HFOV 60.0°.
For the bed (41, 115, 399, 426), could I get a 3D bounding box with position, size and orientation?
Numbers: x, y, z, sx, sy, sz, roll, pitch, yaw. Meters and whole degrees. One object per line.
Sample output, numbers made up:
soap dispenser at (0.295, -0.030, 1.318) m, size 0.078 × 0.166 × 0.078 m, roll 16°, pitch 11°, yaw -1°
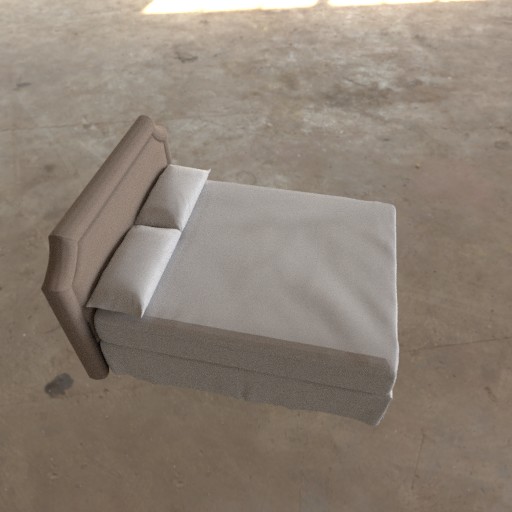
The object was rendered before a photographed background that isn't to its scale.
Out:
bed at (0.000, 0.000, 3.291) m, size 2.164 × 1.303 × 1.828 m, roll 9°, pitch 48°, yaw 8°
